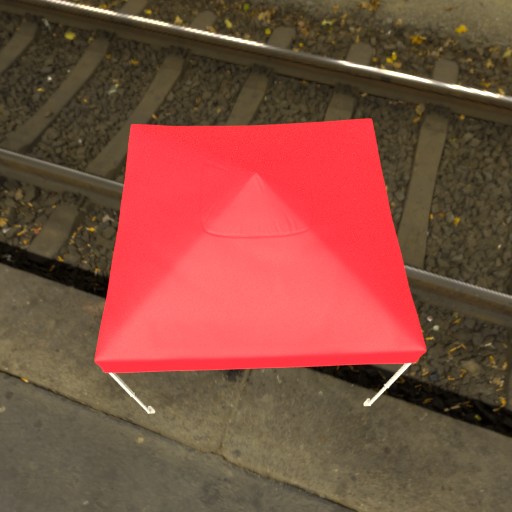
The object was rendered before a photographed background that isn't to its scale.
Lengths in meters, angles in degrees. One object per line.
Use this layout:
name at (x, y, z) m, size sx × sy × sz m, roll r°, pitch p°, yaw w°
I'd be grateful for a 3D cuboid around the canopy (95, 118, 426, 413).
canopy at (0.000, 0.000, 5.347) m, size 2.998 × 2.997 × 2.996 m, roll -2°, pitch 59°, yaw -1°
